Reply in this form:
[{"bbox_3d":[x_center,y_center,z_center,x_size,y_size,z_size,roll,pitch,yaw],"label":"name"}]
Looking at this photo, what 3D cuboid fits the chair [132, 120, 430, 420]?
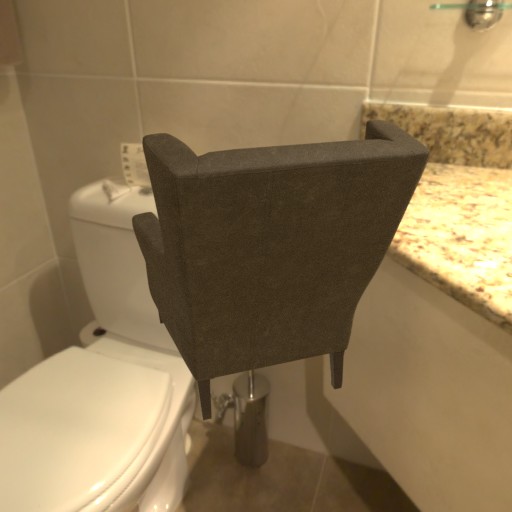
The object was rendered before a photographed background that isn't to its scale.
[{"bbox_3d":[0.000,0.000,1.663,0.853,1.016,0.926,-8,28,-15],"label":"chair"}]
